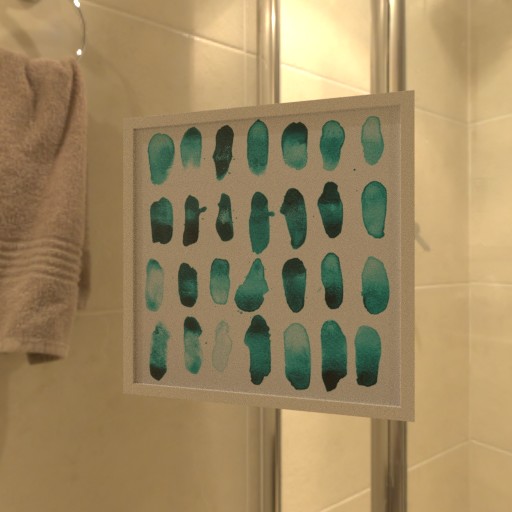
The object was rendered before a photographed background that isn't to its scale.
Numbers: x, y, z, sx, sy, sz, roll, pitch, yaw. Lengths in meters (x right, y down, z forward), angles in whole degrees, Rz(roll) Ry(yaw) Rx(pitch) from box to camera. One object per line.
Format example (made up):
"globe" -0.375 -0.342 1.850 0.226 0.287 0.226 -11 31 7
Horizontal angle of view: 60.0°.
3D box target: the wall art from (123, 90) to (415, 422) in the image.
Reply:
"wall art" 0.000 0.000 0.677 0.456 0.457 0.009 0 0 16
